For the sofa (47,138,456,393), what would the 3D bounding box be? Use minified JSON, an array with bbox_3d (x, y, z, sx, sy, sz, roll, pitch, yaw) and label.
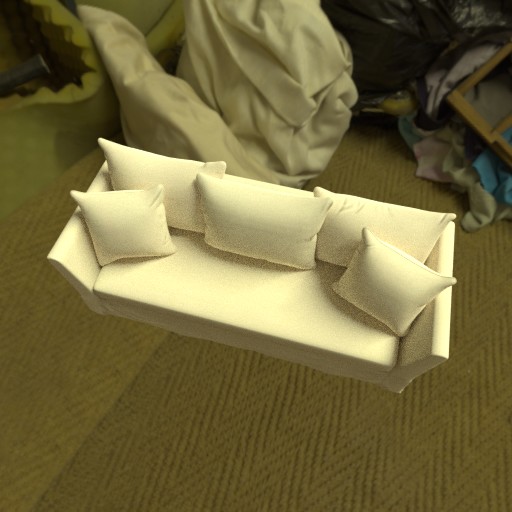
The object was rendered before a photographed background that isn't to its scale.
[{"bbox_3d":[0.000,0.000,3.059,2.484,1.042,1.030,13,59,8],"label":"sofa"}]
